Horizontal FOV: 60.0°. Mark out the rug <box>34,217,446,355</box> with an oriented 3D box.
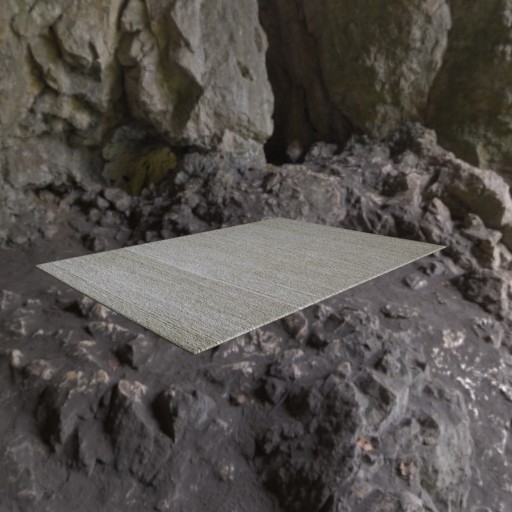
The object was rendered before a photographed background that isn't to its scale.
[{"bbox_3d":[0.000,0.000,2.960,1.606,0.017,2.270,15,22,43],"label":"rug"}]
